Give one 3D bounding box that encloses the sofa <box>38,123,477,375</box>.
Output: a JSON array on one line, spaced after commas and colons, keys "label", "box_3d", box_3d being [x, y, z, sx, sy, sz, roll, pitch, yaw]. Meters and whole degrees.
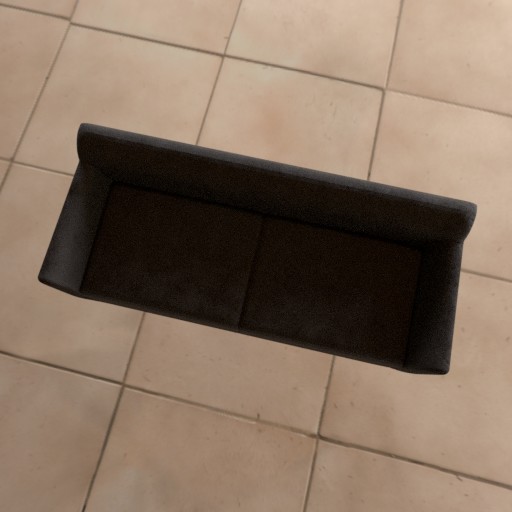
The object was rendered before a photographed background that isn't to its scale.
[{"label": "sofa", "box_3d": [0.000, 0.000, 2.595, 2.190, 0.740, 0.900, 12, 76, 3]}]
